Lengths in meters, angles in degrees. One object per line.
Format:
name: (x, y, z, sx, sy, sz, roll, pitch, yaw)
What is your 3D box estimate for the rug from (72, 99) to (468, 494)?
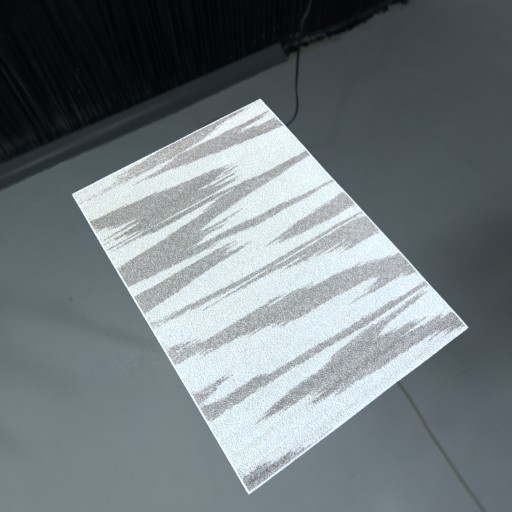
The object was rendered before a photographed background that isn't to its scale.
rug: (0.000, 0.000, 2.767, 1.533, 0.010, 2.142, -31, 68, -14)
